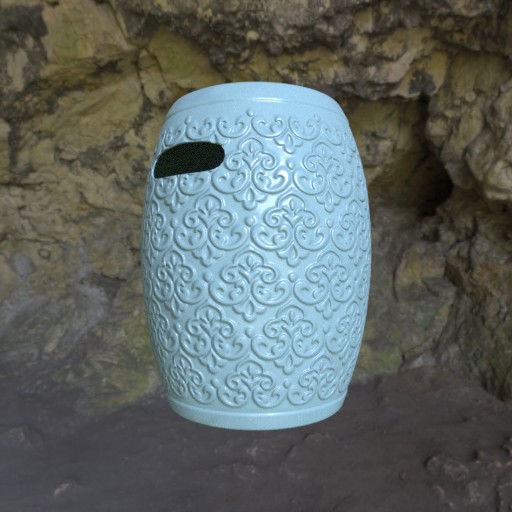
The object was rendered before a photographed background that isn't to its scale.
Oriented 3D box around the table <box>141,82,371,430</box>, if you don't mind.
[{"bbox_3d":[0.000,0.000,0.614,0.309,0.397,0.309,0,0,0],"label":"table"}]
